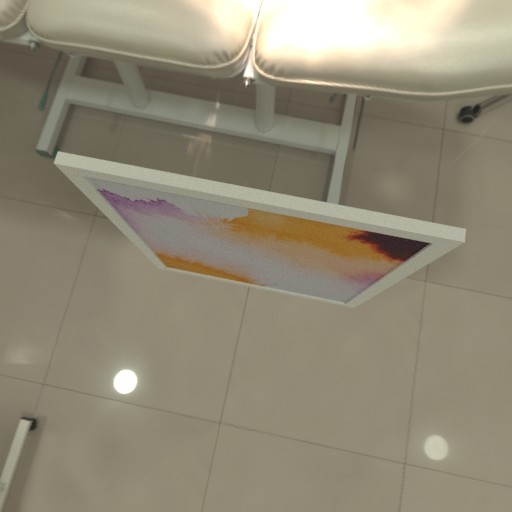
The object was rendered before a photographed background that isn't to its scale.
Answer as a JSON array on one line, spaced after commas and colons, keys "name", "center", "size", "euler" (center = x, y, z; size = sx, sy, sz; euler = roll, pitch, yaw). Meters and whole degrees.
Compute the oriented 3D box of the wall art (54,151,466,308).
[{"name": "wall art", "center": [0.000, 0.000, 0.626], "size": [0.382, 0.456, 0.013], "euler": [11, 76, 3]}]
